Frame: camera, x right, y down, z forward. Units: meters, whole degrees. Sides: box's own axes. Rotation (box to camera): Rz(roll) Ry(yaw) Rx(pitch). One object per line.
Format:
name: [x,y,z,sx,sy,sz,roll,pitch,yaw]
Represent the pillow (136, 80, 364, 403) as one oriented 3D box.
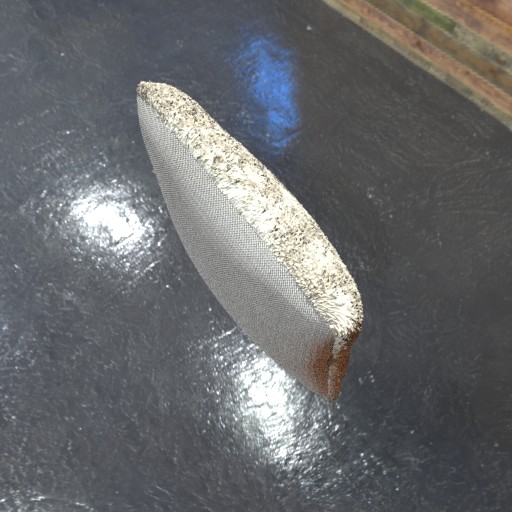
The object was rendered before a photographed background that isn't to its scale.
pillow: [0.000,0.000,0.823,0.218,0.515,0.529,-31,64,-17]
